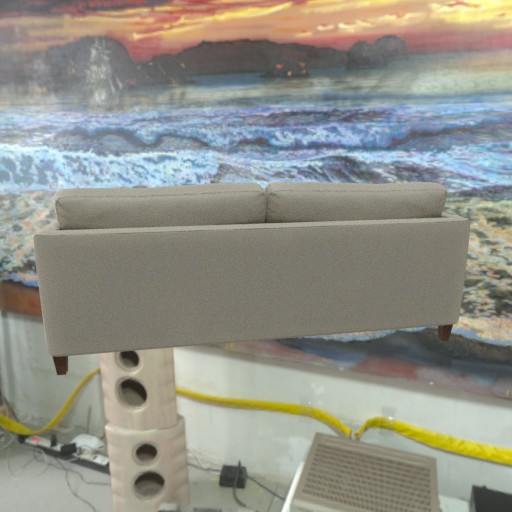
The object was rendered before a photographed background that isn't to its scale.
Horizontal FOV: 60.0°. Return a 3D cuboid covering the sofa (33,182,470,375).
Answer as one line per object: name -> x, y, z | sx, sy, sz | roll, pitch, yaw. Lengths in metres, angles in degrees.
sofa -> 0.000, 0.000, 2.822 | 2.361, 0.968, 0.951 | -3, 14, -10
